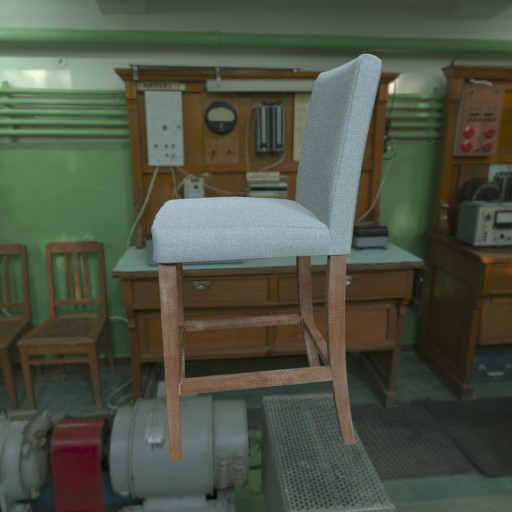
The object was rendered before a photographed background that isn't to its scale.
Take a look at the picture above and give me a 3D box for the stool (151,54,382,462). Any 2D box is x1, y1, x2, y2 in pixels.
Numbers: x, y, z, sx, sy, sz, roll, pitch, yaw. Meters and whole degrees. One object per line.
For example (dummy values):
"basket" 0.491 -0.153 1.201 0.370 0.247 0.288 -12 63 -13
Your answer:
"stool" 0.000 0.000 1.348 0.570 1.088 0.439 -2 16 -7
